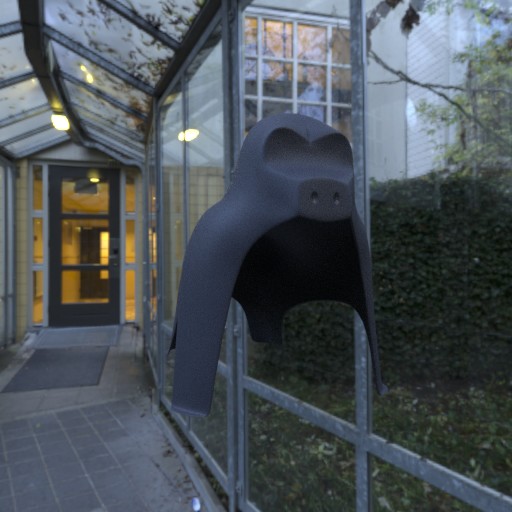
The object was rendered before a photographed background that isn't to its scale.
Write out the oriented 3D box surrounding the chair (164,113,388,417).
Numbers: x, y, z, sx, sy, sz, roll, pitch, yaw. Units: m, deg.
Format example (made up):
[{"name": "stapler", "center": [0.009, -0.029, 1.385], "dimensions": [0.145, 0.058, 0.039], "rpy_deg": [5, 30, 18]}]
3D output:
[{"name": "chair", "center": [0.000, 0.000, 1.135], "dimensions": [0.490, 0.600, 0.758], "rpy_deg": [0, 0, -19]}]
